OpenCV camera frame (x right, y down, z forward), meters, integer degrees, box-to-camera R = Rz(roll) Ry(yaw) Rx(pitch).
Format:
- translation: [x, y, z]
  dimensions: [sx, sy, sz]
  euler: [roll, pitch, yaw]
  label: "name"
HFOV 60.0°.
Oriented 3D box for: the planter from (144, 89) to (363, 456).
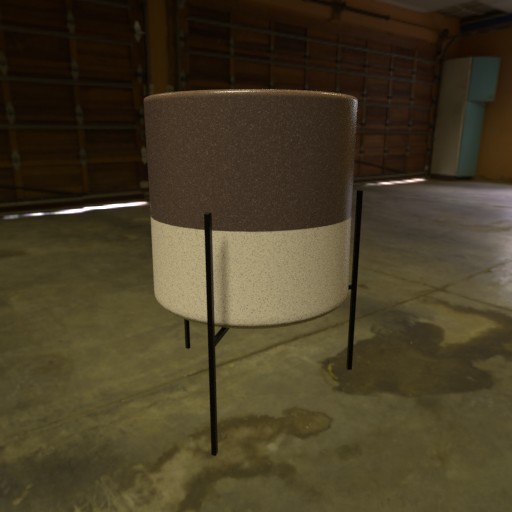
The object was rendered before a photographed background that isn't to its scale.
- translation: [0.000, 0.000, 0.525]
  dimensions: [0.250, 0.353, 0.260]
  euler: [2, 15, 8]
  label: "planter"
